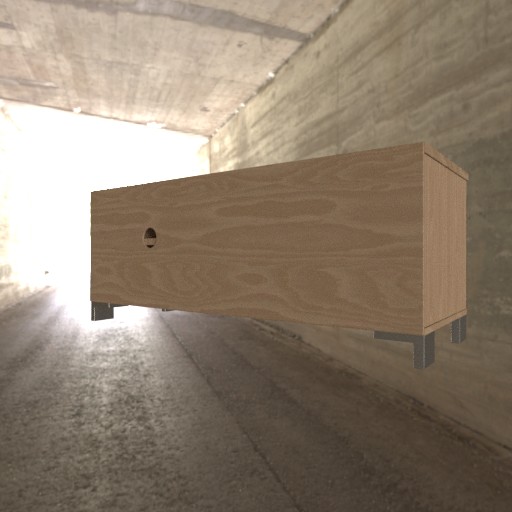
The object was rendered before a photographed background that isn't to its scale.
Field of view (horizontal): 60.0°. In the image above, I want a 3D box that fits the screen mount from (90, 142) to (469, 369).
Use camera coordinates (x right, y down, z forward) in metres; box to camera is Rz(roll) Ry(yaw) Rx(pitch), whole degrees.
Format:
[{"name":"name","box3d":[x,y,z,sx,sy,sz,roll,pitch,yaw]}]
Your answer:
[{"name":"screen mount","box3d":[0.000,0.000,1.318,1.084,0.432,0.406,0,0,36]}]
